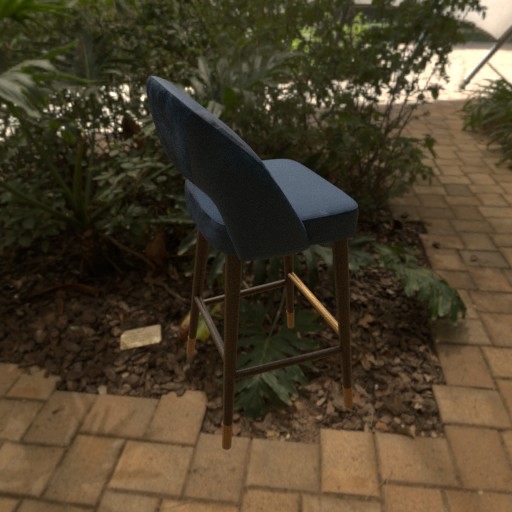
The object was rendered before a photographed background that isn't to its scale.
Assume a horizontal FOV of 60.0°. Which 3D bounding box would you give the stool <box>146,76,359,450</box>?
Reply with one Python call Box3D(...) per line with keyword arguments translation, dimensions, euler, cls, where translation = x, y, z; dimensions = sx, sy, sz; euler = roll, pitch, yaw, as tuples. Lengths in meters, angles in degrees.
Box3D(translation=(0.000, 0.000, 1.322), dimensions=(0.515, 1.016, 0.514), euler=(-11, 32, -19), cls="stool")
